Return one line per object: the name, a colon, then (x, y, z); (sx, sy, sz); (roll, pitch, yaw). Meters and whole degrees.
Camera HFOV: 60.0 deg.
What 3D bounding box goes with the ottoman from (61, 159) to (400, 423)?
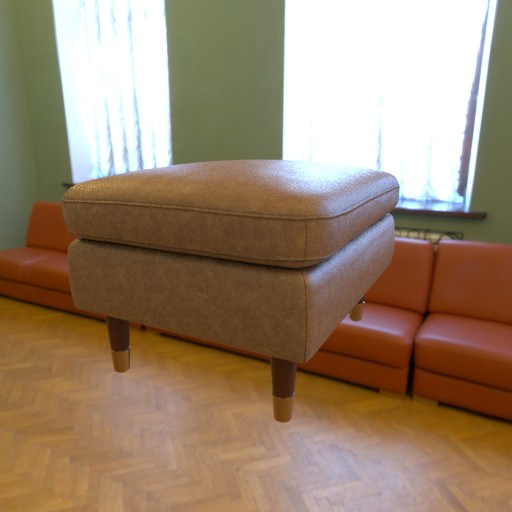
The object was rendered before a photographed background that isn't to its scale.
ottoman: (0.000, 0.000, 1.141); (0.593, 0.478, 0.747); (7, 17, 26)
